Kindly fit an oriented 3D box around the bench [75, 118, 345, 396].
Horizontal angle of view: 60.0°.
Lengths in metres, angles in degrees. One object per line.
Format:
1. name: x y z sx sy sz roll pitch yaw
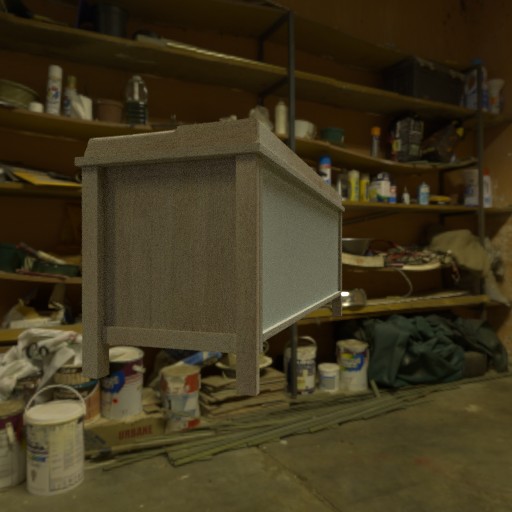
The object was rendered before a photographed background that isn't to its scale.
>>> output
1. bench: 0.000 0.000 1.384 0.398 0.501 1.140 0 0 19
